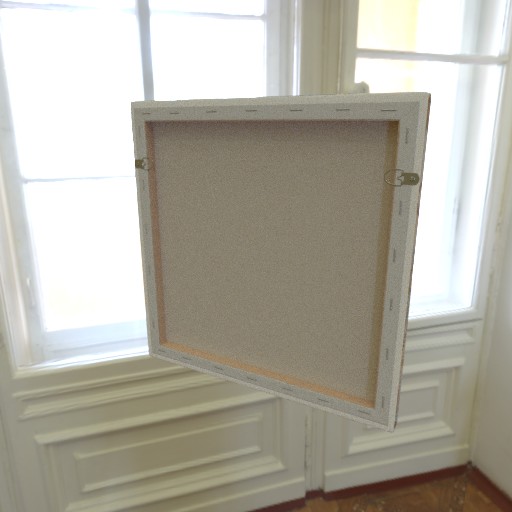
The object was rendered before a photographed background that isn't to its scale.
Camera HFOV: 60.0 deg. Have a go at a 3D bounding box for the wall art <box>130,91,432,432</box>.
[{"bbox_3d":[0.000,0.000,1.353,0.912,0.914,0.039,9,19,28],"label":"wall art"}]
